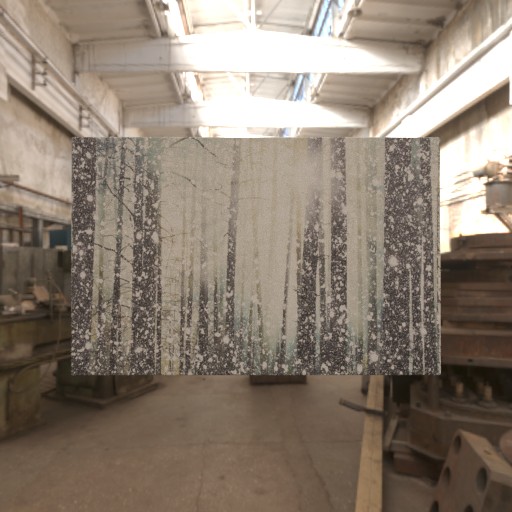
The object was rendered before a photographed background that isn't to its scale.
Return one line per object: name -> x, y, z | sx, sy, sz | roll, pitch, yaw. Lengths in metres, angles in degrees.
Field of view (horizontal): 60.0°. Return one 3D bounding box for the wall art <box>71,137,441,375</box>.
wall art -> 0.000, 0.000, 0.759 | 0.618, 0.398, 0.042 | 0, 0, 0
